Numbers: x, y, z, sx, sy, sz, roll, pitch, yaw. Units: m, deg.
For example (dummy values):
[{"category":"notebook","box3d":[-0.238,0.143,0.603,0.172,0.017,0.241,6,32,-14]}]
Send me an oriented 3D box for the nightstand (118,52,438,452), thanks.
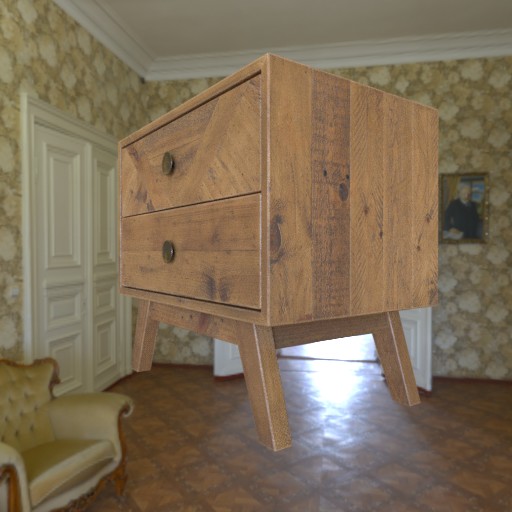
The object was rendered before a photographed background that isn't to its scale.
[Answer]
[{"category":"nightstand","box3d":[0.000,0.000,1.035,0.450,0.599,0.650,0,0,-36]}]
